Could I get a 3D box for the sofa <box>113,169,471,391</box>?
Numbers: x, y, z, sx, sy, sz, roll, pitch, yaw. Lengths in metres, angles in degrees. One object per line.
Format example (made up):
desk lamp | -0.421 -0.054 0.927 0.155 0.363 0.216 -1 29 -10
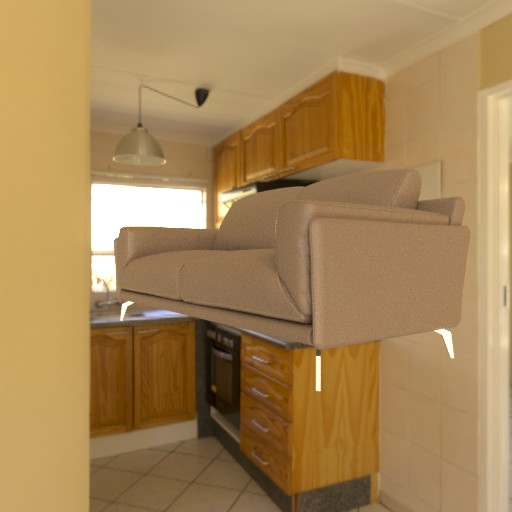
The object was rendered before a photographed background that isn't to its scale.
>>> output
sofa | 0.000 0.000 2.630 1.049 0.930 2.101 0 0 -36
